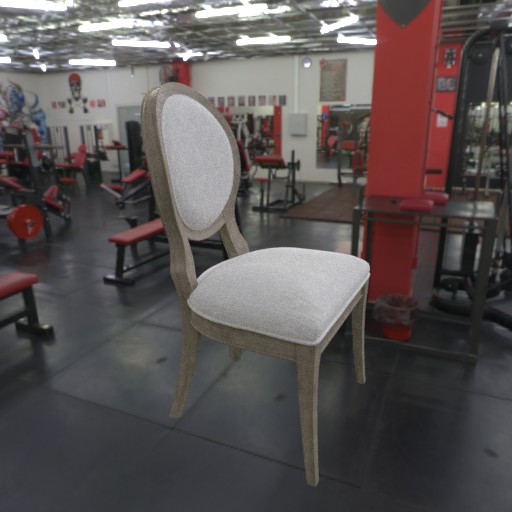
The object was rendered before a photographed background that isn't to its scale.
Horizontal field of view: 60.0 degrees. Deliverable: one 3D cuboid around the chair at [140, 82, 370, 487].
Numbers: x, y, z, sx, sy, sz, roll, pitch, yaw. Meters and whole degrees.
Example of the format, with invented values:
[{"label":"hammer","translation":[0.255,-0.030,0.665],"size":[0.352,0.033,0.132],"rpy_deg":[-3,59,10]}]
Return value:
[{"label":"chair","translation":[0.000,0.000,1.328],"size":[0.602,0.990,0.558],"rpy_deg":[8,19,25]}]
